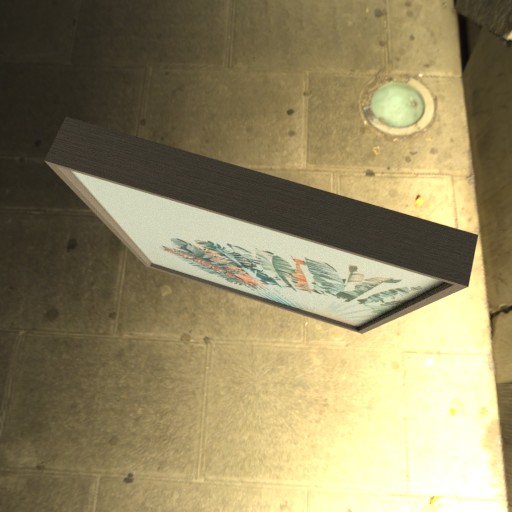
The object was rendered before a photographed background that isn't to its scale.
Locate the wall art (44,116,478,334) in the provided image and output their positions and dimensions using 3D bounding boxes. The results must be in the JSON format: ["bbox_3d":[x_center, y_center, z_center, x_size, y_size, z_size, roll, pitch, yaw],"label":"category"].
[{"bbox_3d":[0.000,0.000,0.454,0.304,0.303,0.038,17,75,5],"label":"wall art"}]
